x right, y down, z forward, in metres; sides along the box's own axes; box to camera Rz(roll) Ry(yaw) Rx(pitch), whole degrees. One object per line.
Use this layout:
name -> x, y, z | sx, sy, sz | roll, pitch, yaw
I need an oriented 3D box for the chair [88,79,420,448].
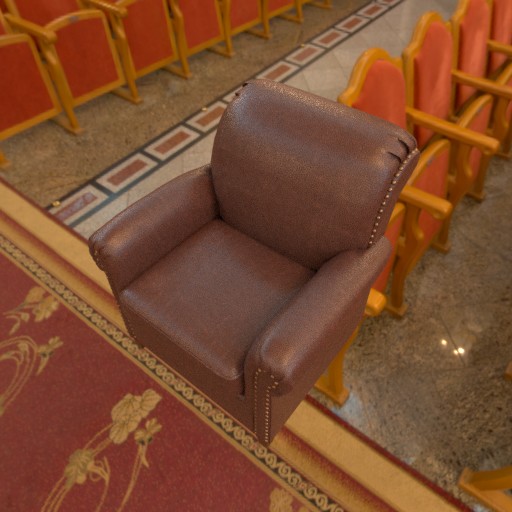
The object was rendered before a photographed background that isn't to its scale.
chair -> 0.000, 0.000, 1.607 | 0.854, 0.927, 0.890 | 30, 54, 25
